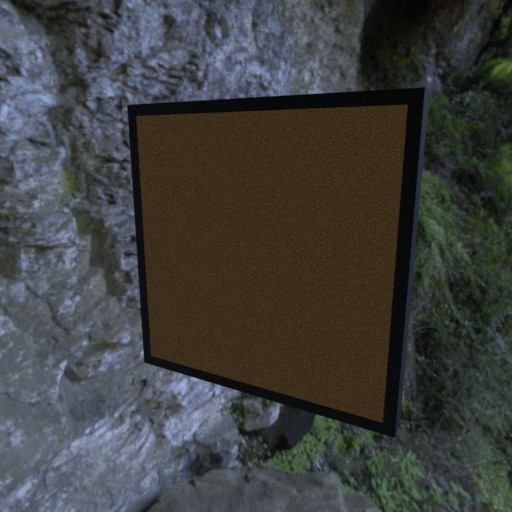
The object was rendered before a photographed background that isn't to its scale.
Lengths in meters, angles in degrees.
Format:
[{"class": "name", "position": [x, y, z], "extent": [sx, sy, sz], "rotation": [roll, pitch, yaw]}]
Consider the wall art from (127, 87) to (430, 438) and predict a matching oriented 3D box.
[{"class": "wall art", "position": [0.000, 0.000, 0.755], "extent": [0.508, 0.508, 0.038], "rotation": [8, 16, 28]}]
